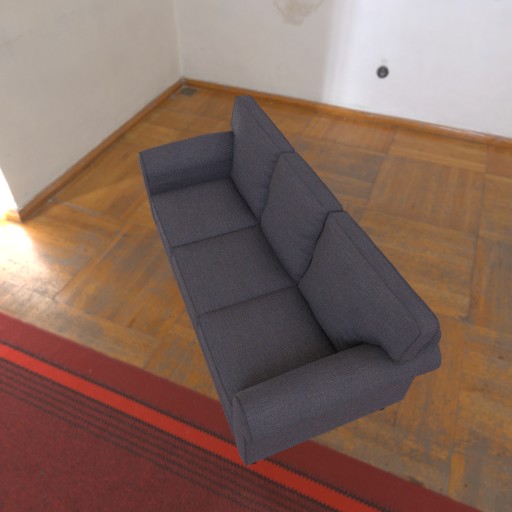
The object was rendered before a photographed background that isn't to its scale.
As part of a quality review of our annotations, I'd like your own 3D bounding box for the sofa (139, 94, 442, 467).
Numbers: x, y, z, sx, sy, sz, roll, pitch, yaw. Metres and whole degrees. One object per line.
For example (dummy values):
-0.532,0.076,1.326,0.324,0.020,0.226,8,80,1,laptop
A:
0.000,0.000,2.559,0.909,0.966,2.084,-16,48,-15,sofa
